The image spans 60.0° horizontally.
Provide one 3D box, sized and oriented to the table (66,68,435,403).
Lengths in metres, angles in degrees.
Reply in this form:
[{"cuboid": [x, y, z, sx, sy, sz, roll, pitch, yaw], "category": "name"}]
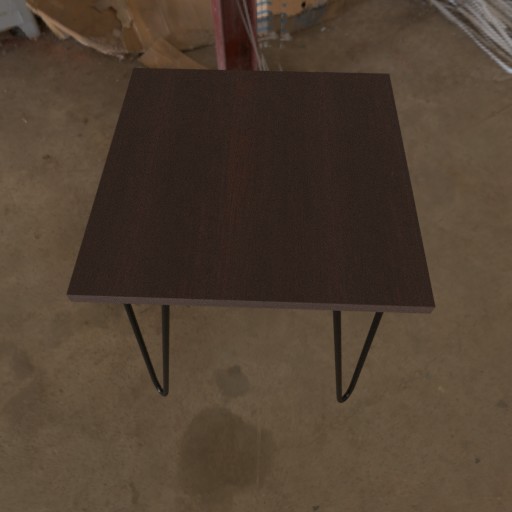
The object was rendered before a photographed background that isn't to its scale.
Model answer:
[{"cuboid": [0.000, 0.000, 0.961, 0.495, 0.559, 0.495, 2, 58, 1], "category": "table"}]
